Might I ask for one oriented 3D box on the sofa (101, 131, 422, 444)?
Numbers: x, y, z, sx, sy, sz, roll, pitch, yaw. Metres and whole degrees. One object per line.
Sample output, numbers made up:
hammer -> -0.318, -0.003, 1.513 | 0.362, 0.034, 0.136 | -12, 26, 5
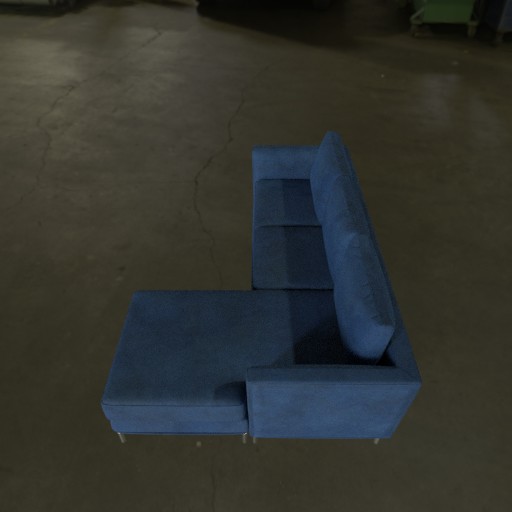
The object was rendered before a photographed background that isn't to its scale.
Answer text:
sofa -> 0.000, 0.000, 3.201 | 1.622, 0.987, 2.438 | 0, 41, 0
